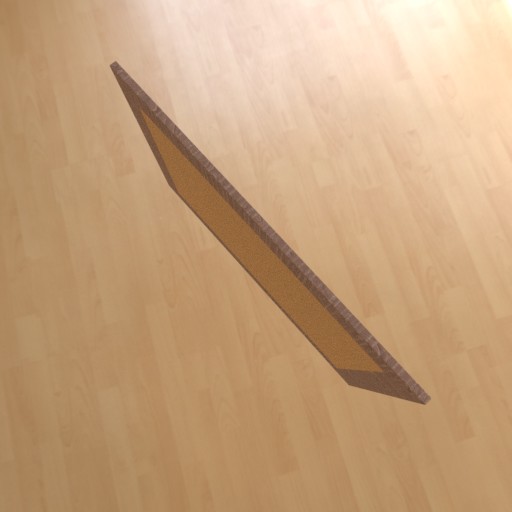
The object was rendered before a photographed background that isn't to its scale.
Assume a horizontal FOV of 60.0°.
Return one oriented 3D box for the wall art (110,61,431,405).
[{"bbox_3d":[0.000,0.000,1.361,0.020,0.761,1.056,-41,80,-9],"label":"wall art"}]
